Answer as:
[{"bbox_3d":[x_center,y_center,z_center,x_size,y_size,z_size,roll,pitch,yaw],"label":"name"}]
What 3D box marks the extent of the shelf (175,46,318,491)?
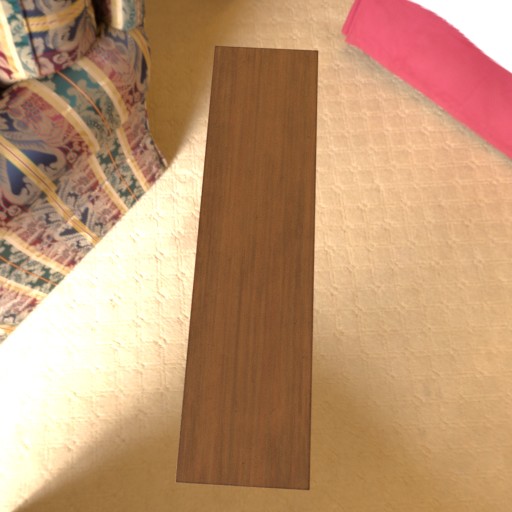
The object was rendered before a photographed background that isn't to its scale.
[{"bbox_3d":[0.000,0.000,0.715,0.166,0.190,0.636,3,75,1],"label":"shelf"}]
